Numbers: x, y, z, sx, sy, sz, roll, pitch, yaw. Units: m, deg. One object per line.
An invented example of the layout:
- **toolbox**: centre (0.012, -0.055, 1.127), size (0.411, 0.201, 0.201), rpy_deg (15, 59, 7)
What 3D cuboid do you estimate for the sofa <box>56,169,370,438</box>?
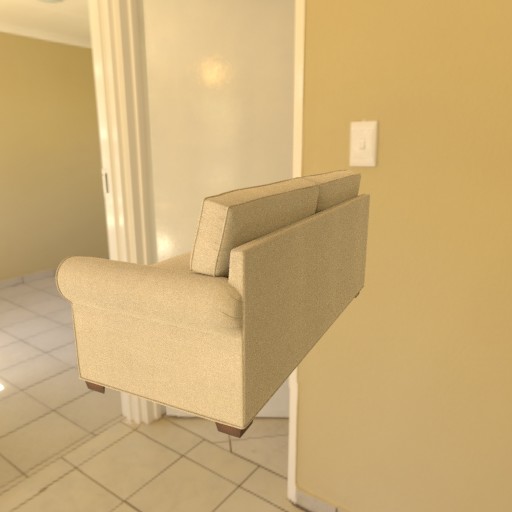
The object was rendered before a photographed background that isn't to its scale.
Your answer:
- **sofa**: centre (0.000, 0.000, 2.670), size (0.901, 0.962, 2.146), rpy_deg (7, 16, 26)
